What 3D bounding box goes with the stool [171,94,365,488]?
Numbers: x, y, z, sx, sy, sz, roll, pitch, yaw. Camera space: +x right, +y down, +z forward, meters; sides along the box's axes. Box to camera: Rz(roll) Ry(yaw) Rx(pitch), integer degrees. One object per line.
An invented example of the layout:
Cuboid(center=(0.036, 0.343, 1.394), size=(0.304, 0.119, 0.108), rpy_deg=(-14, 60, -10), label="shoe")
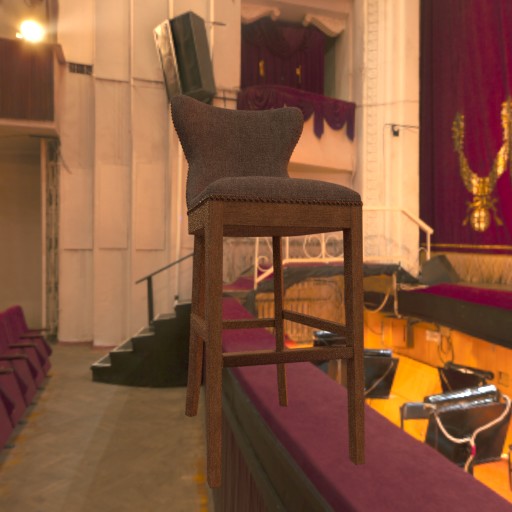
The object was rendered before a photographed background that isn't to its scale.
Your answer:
Cuboid(center=(0.000, 0.000, 1.415), size=(0.494, 1.123, 0.606), rpy_deg=(0, 0, -17), label="stool")
